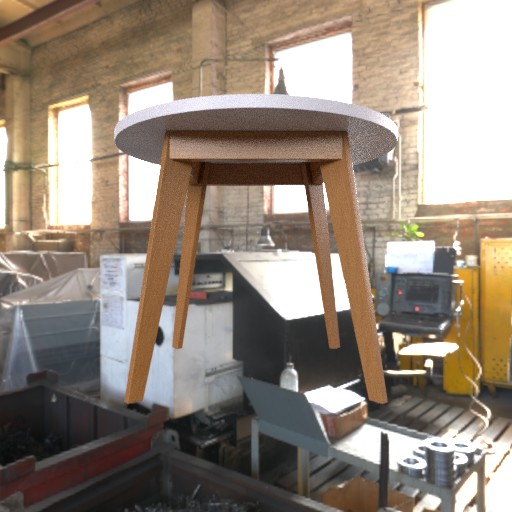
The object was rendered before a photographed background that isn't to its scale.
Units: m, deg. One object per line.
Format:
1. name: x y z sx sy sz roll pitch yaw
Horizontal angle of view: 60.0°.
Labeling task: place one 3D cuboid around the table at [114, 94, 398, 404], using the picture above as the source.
1. table: 0.000 0.000 1.477 0.896 0.762 0.896 0 1 0
